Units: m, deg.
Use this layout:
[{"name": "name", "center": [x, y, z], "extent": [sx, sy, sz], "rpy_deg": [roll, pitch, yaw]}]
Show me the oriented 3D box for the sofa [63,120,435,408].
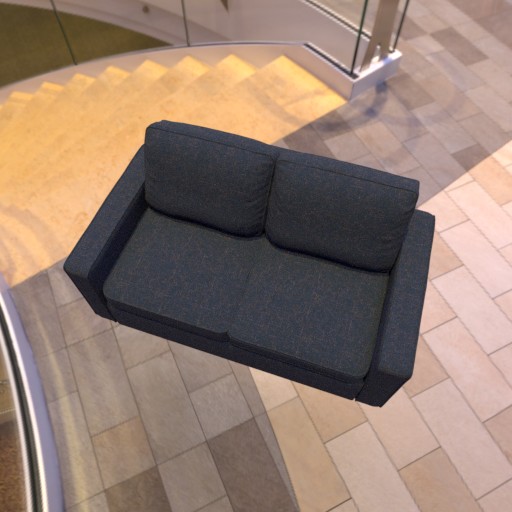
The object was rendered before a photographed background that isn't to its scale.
[{"name": "sofa", "center": [0.000, 0.000, 2.354], "extent": [1.709, 0.918, 0.947], "rpy_deg": [16, 59, 10]}]
